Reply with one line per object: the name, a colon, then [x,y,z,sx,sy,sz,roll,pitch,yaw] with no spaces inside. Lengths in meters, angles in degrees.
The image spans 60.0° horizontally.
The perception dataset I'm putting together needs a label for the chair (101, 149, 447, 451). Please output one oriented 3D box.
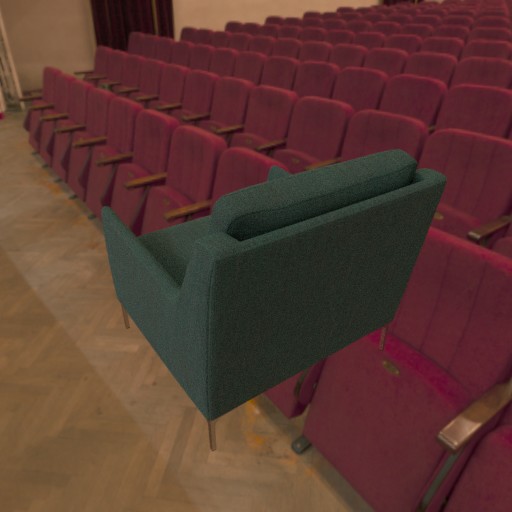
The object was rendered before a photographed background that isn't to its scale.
chair: [0.000,0.000,1.590,0.847,0.828,0.849,-20,36,-30]
